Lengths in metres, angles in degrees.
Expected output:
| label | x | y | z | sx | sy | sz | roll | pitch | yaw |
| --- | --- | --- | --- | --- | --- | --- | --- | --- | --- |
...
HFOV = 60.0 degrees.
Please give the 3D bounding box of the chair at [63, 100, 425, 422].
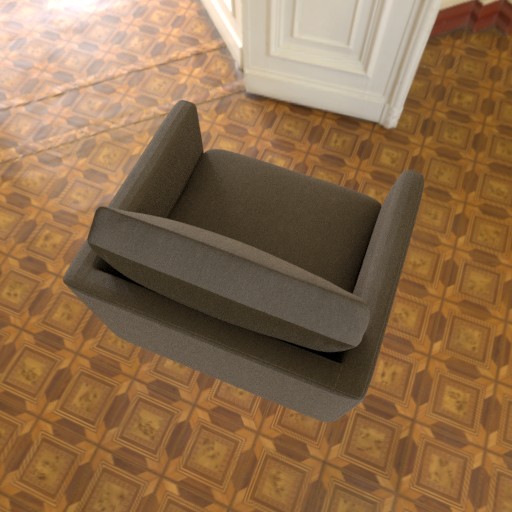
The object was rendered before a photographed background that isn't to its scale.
| label | x | y | z | sx | sy | sz | roll | pitch | yaw |
| --- | --- | --- | --- | --- | --- | --- | --- | --- | --- |
| chair | 0.000 | 0.000 | 1.862 | 1.107 | 0.963 | 0.959 | 20 | 65 | 10 |
